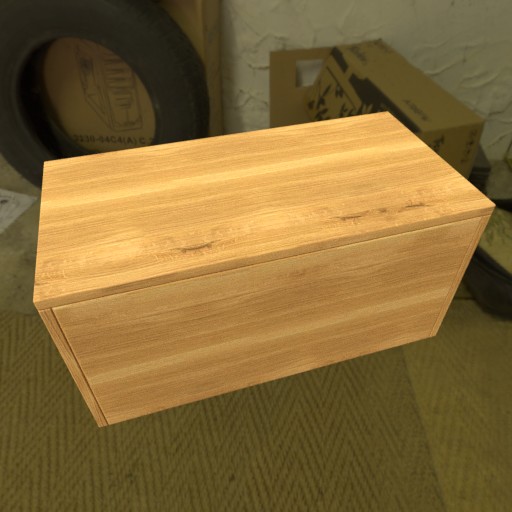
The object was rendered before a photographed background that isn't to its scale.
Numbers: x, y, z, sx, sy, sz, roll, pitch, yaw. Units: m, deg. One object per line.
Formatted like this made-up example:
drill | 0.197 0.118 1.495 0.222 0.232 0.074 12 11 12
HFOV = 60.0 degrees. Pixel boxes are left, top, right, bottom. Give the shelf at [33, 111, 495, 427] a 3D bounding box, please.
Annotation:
shelf | 0.000 0.000 1.004 0.800 0.400 0.400 -12 45 -12
